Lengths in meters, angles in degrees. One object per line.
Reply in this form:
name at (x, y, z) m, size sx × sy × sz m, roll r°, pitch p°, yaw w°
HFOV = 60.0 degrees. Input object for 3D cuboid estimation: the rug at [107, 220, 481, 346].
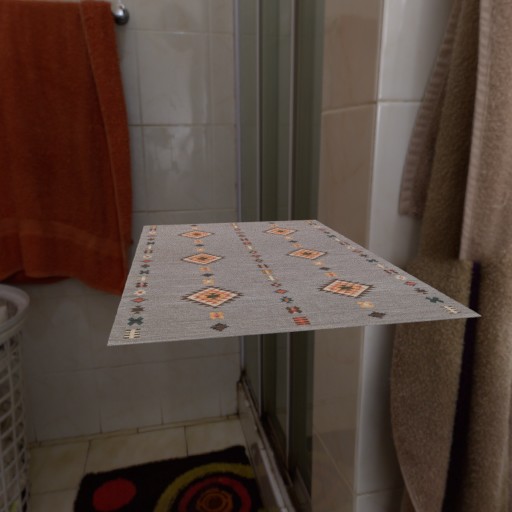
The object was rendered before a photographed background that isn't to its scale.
rug at (0.000, 0.000, 2.257) m, size 1.217 × 0.005 × 1.818 m, roll -3°, pitch 15°, yaw -10°
